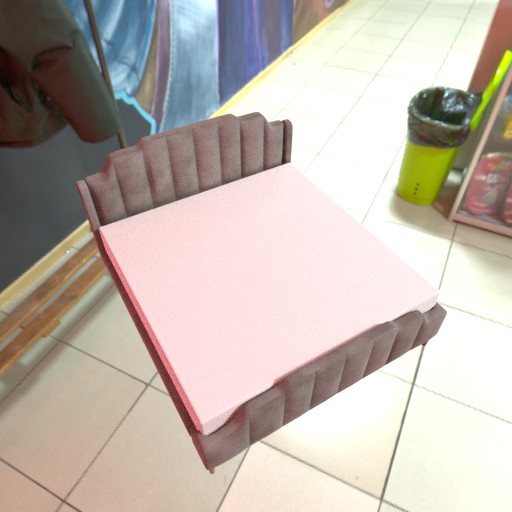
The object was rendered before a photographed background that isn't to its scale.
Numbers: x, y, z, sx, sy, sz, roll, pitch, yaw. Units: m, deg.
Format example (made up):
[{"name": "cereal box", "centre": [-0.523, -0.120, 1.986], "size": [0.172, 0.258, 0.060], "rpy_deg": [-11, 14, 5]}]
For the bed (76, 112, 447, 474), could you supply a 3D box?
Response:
[{"name": "bed", "centre": [0.000, 0.000, 3.577], "size": [2.074, 1.245, 2.340], "rpy_deg": [-23, 49, -21]}]
